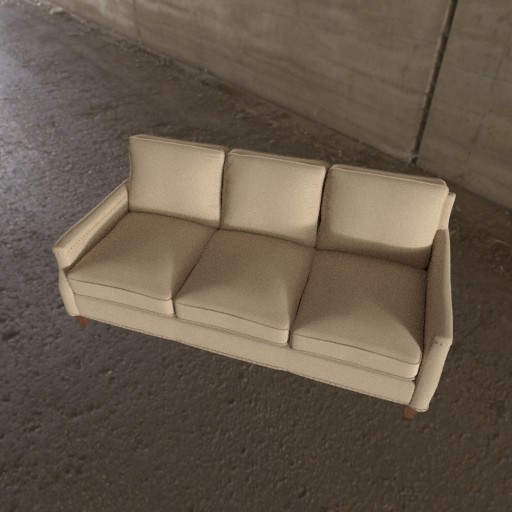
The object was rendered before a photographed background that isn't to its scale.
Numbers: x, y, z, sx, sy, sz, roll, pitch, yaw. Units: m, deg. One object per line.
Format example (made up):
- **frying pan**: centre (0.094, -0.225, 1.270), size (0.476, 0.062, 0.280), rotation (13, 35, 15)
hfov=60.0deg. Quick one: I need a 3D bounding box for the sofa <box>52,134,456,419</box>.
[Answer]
- **sofa**: centre (0.000, 0.000, 2.745), size (2.246, 1.003, 1.084), rotation (12, 41, 14)
